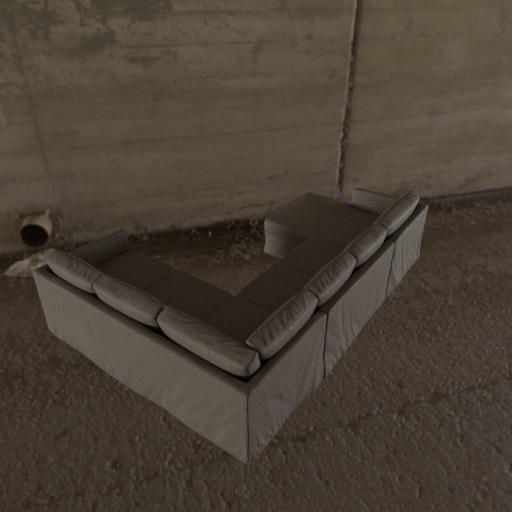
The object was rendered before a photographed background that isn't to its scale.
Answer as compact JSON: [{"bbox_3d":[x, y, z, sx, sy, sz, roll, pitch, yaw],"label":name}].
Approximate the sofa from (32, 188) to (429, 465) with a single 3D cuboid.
[{"bbox_3d":[0.000,0.000,4.643,2.476,0.878,3.528,21,37,30],"label":"sofa"}]
